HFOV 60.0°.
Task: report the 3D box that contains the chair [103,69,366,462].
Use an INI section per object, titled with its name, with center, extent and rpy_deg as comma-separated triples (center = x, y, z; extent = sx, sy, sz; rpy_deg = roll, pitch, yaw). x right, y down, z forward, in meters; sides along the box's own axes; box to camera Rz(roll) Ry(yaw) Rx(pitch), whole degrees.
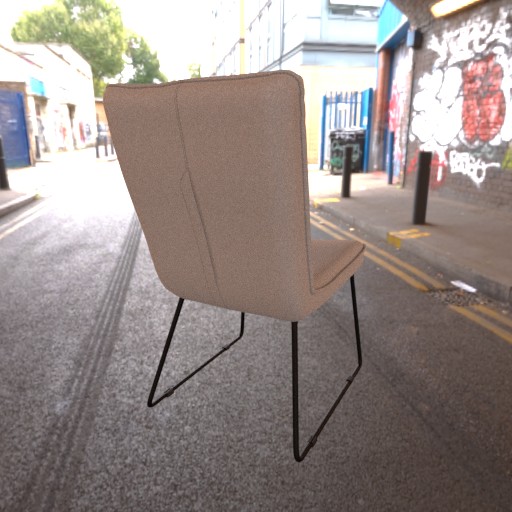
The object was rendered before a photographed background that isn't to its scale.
[chair]
center = 0.000, 0.000, 1.313
extent = 0.515, 0.930, 0.688
rpy_deg = 8, 17, 27
